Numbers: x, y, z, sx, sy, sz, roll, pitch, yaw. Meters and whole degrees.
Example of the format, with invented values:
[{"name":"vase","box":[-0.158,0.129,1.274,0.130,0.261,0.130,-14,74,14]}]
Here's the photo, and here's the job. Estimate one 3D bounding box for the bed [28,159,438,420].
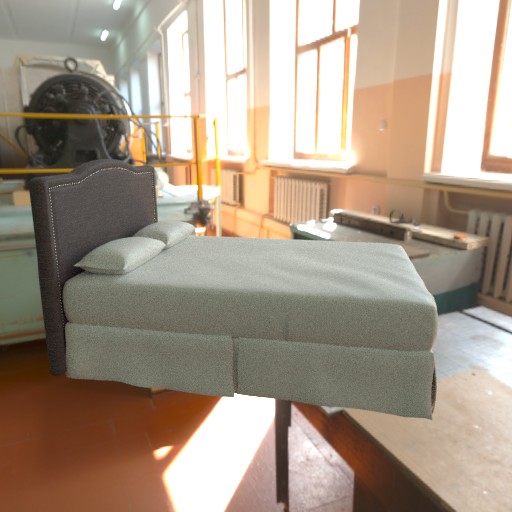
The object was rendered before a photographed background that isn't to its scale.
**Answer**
[{"name":"bed","box":[0.000,0.000,3.412,2.507,1.441,1.741,3,15,11]}]
